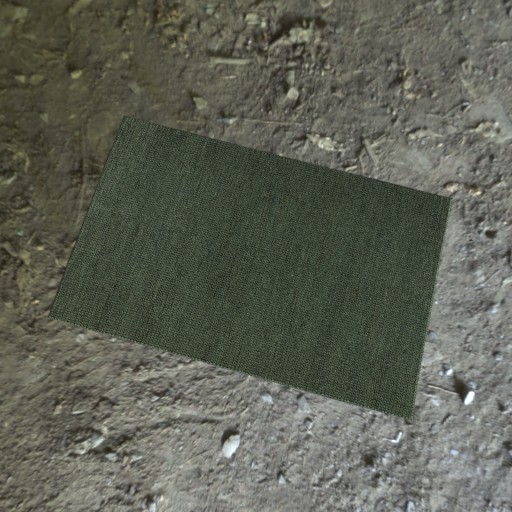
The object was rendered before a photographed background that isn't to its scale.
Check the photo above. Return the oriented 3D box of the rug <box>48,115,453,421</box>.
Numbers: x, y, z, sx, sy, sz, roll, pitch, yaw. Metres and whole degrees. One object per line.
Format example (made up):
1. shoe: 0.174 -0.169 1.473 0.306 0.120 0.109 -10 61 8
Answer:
1. rug: 0.000 0.000 3.012 2.443 0.021 1.538 15 77 3
